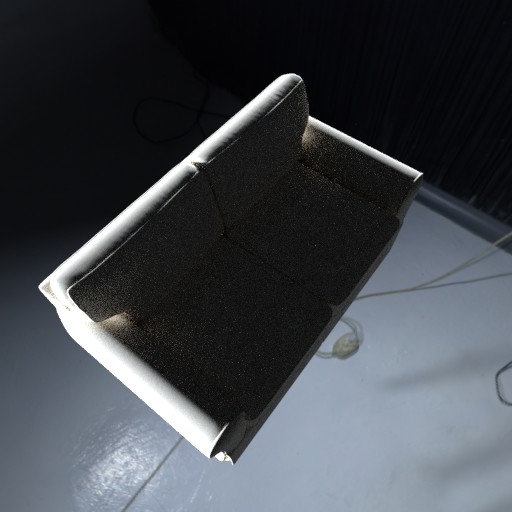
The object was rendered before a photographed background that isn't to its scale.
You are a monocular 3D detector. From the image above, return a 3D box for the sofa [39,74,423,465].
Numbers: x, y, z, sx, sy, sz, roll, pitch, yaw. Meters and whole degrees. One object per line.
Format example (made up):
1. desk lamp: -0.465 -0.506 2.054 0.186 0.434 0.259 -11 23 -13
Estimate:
1. sofa: 0.000 0.000 2.253 0.991 0.940 1.727 33 64 19
